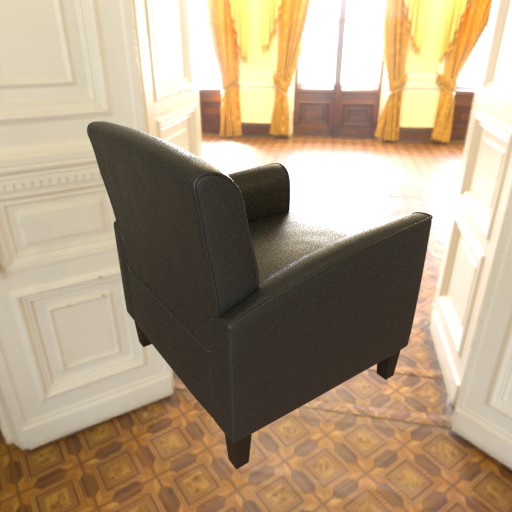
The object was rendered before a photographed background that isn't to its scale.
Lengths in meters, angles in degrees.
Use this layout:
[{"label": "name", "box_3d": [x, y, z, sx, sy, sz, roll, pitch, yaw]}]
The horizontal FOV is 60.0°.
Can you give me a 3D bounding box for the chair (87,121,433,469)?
[{"label": "chair", "box_3d": [0.000, 0.000, 1.553, 0.819, 0.916, 0.820, -17, 31, -31]}]
